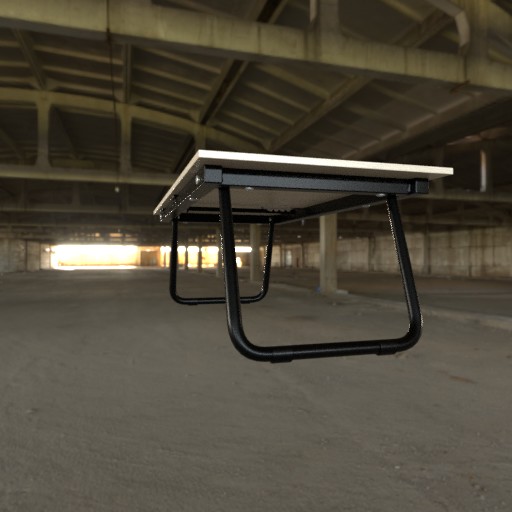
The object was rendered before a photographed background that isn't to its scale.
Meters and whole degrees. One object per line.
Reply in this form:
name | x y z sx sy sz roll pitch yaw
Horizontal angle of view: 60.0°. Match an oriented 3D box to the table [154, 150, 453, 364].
table | 0.000 0.000 0.815 0.322 0.242 0.644 0 0 -17
